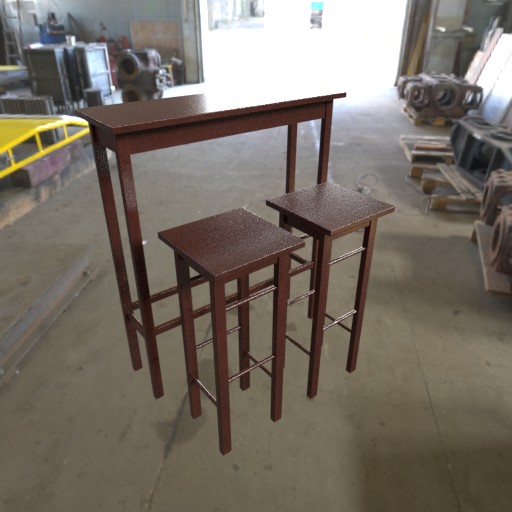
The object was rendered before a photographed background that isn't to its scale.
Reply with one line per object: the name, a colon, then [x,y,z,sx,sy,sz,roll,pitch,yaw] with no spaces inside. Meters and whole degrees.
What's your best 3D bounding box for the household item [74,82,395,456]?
household item: [0.000,0.000,1.655,0.914,1.067,0.676,-21,35,-32]
